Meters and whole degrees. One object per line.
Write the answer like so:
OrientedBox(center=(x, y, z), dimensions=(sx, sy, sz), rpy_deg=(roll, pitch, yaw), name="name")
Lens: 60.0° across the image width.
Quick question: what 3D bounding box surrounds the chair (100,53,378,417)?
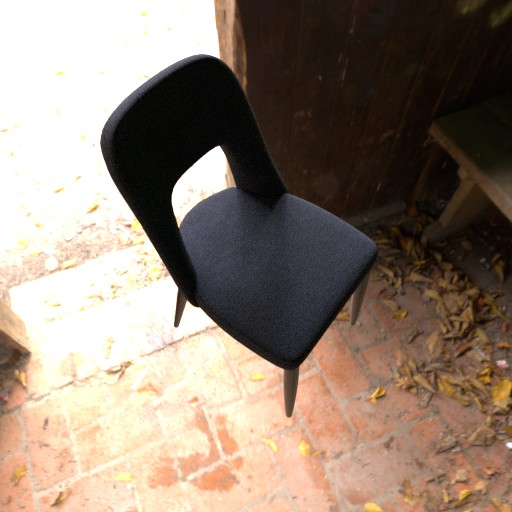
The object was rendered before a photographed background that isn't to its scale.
OrientedBox(center=(0.000, 0.000, 1.279), dimensions=(0.612, 0.931, 0.470), rpy_deg=(33, 64, 19), name="chair")
